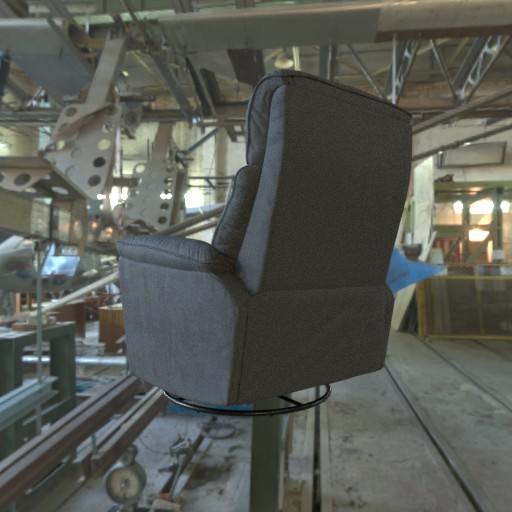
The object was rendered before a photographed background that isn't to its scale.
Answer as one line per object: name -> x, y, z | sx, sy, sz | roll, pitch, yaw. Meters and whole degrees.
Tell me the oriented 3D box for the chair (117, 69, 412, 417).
chair -> 0.000, 0.000, 1.694 | 0.820, 1.037, 1.004 | 0, -1, -38
